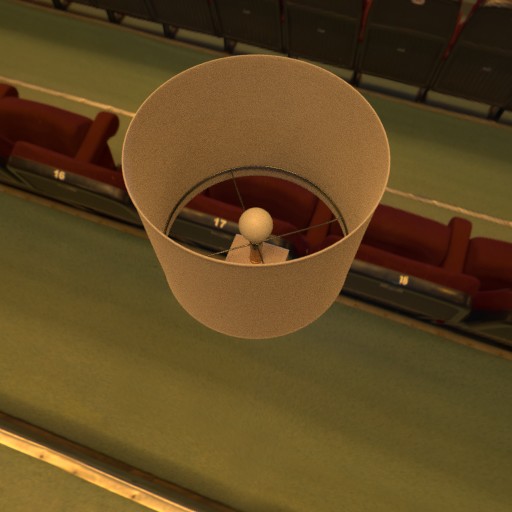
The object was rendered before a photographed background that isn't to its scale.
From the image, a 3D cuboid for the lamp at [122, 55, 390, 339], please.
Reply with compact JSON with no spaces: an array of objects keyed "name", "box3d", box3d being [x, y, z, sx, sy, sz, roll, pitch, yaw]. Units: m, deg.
[{"name":"lamp","box3d":[0.000,0.000,0.566,0.229,0.417,0.229,17,64,9]}]
